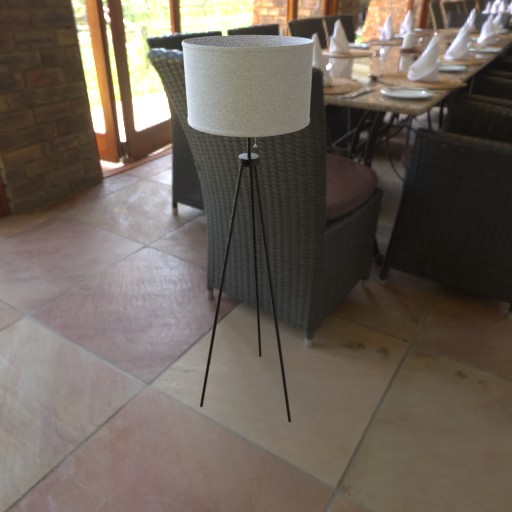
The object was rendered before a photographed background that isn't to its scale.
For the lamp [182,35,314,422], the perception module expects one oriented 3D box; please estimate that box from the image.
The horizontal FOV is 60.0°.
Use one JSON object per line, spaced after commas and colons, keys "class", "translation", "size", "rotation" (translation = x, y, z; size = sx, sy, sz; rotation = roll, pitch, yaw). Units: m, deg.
{"class": "lamp", "translation": [0.000, 0.000, 1.761], "size": [0.458, 1.545, 0.448], "rotation": [20, 36, 30]}
